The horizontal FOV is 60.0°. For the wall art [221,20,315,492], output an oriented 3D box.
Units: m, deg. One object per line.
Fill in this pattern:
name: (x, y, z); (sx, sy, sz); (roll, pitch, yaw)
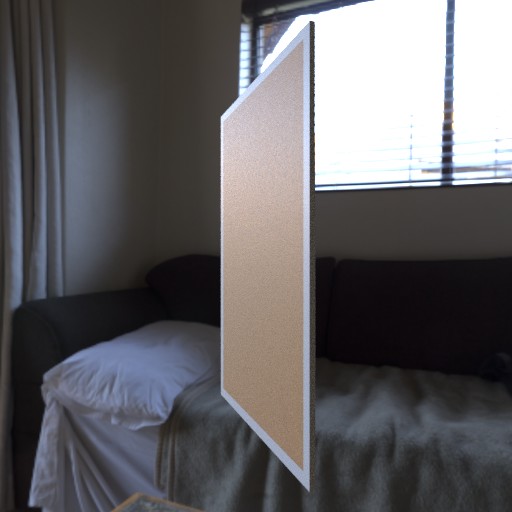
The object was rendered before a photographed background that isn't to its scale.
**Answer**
wall art: (0.000, 0.000, 1.193); (0.013, 0.940, 0.659); (0, 0, -20)
